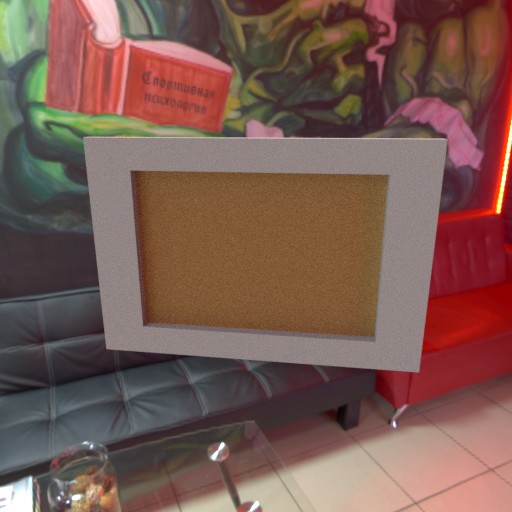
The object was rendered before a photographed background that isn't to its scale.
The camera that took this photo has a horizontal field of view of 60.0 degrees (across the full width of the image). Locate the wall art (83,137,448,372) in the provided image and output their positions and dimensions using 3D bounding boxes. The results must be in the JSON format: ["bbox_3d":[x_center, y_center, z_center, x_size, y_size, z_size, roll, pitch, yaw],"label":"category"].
[{"bbox_3d":[0.000,0.000,1.198,0.906,0.617,0.033,2,17,8],"label":"wall art"}]
